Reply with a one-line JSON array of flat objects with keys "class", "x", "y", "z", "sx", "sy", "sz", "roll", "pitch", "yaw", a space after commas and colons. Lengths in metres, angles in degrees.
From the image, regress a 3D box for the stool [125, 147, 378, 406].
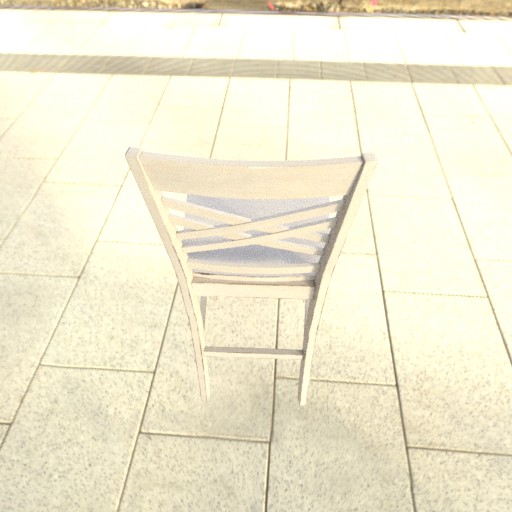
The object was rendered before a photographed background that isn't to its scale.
[{"class": "stool", "x": 0.000, "y": 0.000, "z": 1.369, "sx": 0.462, "sy": 1.079, "sz": 0.539, "roll": 2, "pitch": 47, "yaw": 2}]
